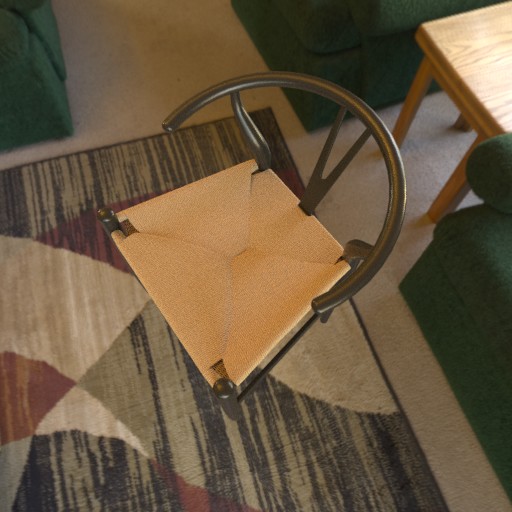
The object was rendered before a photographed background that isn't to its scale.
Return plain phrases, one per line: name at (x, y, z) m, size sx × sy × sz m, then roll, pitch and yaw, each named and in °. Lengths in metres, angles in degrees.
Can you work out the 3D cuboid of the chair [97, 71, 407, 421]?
chair at (0.000, 0.000, 1.160) m, size 0.570 × 0.739 × 0.570 m, roll -33°, pitch 68°, yaw -15°
